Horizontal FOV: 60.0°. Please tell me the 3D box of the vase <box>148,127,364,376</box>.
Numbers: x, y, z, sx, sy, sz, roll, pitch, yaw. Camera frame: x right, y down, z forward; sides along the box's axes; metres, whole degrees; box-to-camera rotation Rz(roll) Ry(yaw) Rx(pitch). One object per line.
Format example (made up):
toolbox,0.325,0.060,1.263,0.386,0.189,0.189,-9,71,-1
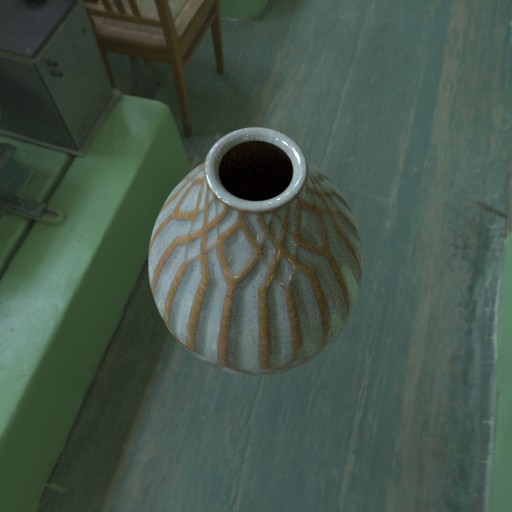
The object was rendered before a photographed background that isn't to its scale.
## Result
vase,0.000,0.000,0.266,0.131,0.175,0.131,0,64,0
